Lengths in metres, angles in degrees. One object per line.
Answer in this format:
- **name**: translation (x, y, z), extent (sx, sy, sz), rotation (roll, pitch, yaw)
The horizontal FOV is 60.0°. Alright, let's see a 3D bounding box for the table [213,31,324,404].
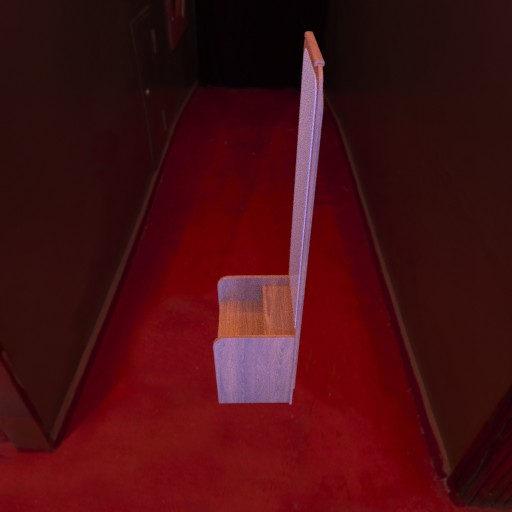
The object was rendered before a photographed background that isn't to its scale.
- **table**: translation (0.000, 0.000, 2.049), extent (0.420, 1.830, 0.450), rotation (-1, 41, -1)
